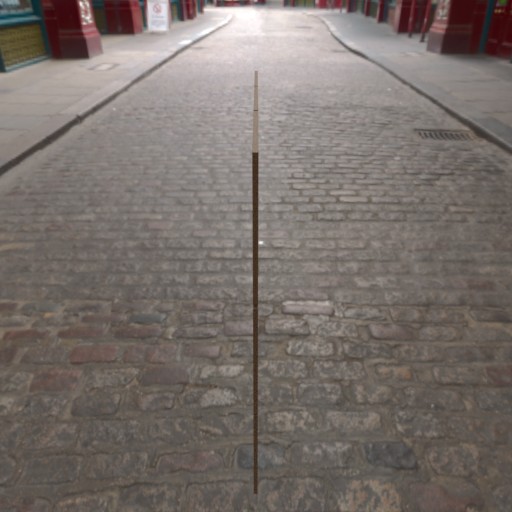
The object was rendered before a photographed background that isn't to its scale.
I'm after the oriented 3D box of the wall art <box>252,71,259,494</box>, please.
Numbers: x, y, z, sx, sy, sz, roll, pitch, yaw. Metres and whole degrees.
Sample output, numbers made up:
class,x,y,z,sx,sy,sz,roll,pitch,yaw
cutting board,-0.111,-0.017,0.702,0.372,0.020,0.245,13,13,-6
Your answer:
class,x,y,z,sx,sy,sz,roll,pitch,yaw
wall art,0.000,0.000,2.212,0.017,1.521,1.527,0,30,0
